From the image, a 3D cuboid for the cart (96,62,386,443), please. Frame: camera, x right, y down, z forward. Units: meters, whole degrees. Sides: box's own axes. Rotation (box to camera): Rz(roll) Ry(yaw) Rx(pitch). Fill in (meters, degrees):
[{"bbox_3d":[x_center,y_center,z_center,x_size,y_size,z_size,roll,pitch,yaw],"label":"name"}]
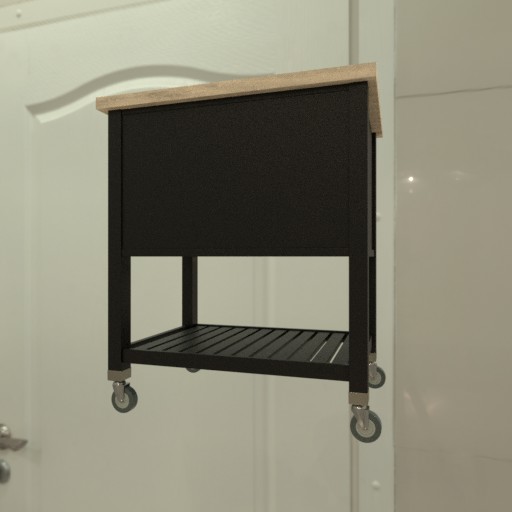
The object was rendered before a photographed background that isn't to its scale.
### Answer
[{"bbox_3d":[0.000,0.000,1.436,0.797,0.920,0.567,0,0,17],"label":"cart"}]
